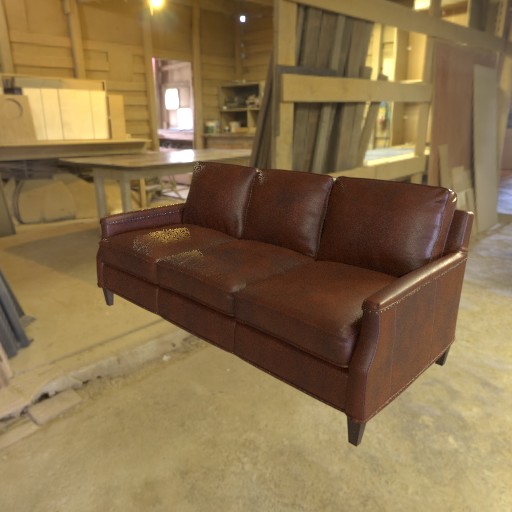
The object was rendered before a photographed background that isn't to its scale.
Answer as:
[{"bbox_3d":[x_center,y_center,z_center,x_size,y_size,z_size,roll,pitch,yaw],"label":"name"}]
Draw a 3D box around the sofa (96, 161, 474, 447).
[{"bbox_3d":[0.000,0.000,2.771,2.240,1.003,1.084,16,24,42],"label":"sofa"}]
